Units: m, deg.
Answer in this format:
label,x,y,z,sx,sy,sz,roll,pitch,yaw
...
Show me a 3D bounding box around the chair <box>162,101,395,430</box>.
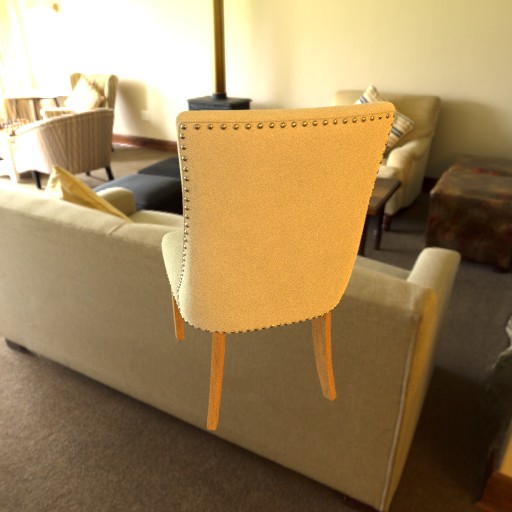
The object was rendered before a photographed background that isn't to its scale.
label,x,y,z,sx,sy,sz,roll,pitch,yaw
chair,0.000,0.000,1.293,0.495,0.902,0.610,-8,28,-16
